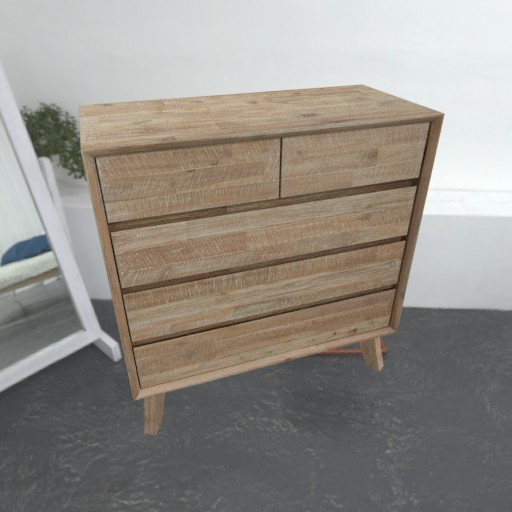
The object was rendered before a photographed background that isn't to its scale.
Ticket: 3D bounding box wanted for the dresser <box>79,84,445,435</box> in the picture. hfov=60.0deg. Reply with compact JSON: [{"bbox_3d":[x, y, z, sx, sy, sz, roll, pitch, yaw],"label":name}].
[{"bbox_3d":[0.000,0.000,1.593,0.998,1.029,0.455,-10,33,-16],"label":"dresser"}]
